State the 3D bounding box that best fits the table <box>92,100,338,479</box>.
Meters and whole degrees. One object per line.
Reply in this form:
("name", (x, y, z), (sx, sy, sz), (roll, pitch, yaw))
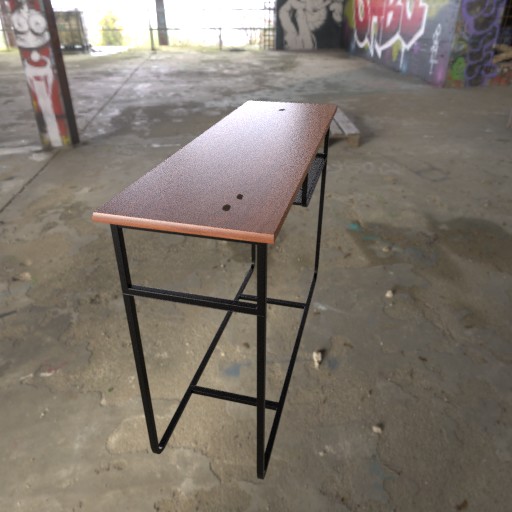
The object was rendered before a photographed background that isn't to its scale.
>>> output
("table", (0.000, 0.000, 1.437), (0.350, 0.750, 1.100), (7, 31, 13))
